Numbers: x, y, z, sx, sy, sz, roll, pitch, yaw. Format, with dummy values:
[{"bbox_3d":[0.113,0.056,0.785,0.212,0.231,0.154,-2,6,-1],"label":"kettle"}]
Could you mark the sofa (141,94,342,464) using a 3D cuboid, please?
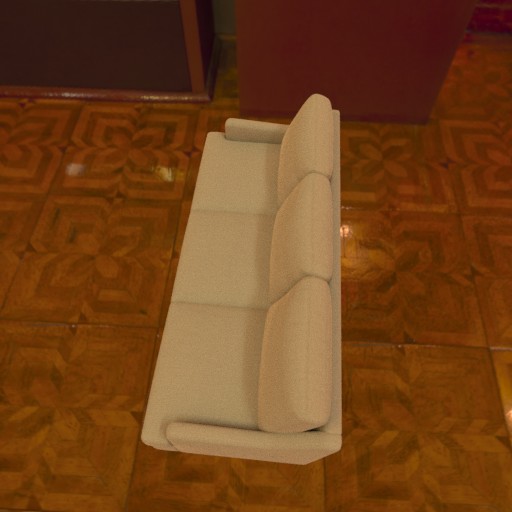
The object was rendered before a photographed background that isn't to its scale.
[{"bbox_3d":[0.000,0.000,2.836,1.000,0.913,2.321,5,58,3],"label":"sofa"}]
